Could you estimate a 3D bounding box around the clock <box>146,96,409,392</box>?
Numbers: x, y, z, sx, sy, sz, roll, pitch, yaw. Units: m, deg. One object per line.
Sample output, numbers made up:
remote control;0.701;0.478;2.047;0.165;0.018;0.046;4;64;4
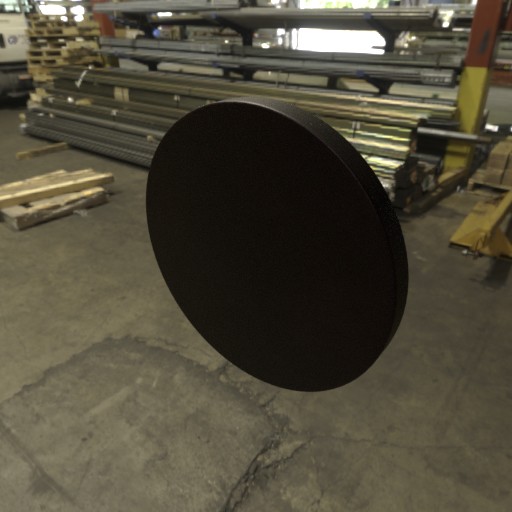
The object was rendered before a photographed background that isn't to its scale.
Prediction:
clock;0.000;0.000;0.464;0.314;0.314;0.029;21;35;32
